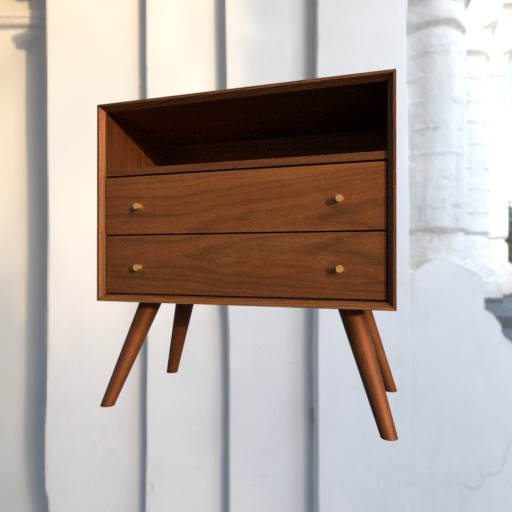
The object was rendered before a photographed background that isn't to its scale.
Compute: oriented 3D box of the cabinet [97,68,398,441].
[{"bbox_3d":[0.000,0.000,1.172,0.712,0.748,0.388,0,0,17],"label":"cabinet"}]
